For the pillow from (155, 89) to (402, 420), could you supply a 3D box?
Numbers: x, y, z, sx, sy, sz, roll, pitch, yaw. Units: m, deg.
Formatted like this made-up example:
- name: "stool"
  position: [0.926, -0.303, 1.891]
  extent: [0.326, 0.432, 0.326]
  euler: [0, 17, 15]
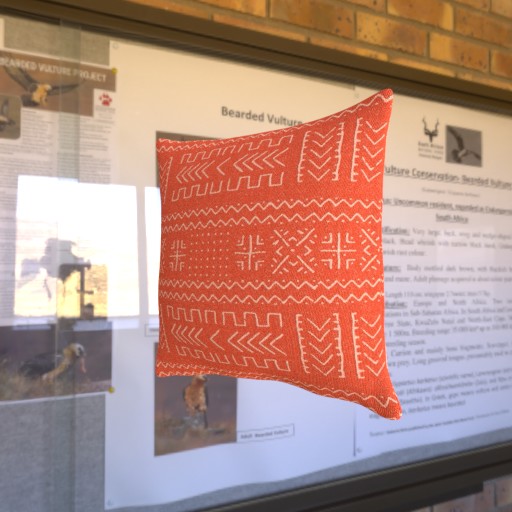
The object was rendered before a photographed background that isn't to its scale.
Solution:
- name: "pillow"
  position: [0.000, 0.000, 0.680]
  extent: [0.438, 0.429, 0.164]
  euler: [-1, -2, 35]
